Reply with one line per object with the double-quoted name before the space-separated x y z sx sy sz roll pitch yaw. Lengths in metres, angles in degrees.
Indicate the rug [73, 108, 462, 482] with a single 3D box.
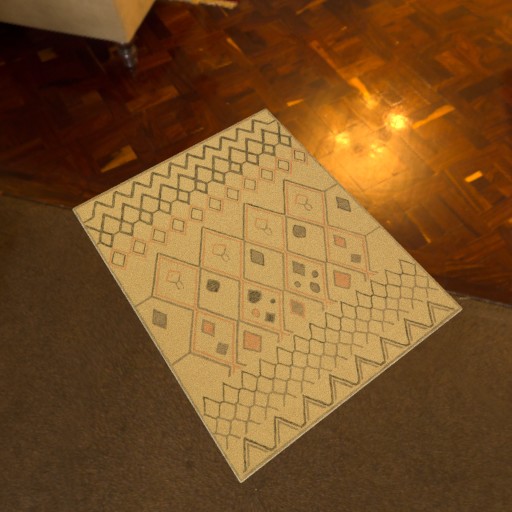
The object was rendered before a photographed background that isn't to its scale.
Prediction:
"rug" 0.000 0.000 4.273 2.441 0.016 3.050 -32 67 -16
